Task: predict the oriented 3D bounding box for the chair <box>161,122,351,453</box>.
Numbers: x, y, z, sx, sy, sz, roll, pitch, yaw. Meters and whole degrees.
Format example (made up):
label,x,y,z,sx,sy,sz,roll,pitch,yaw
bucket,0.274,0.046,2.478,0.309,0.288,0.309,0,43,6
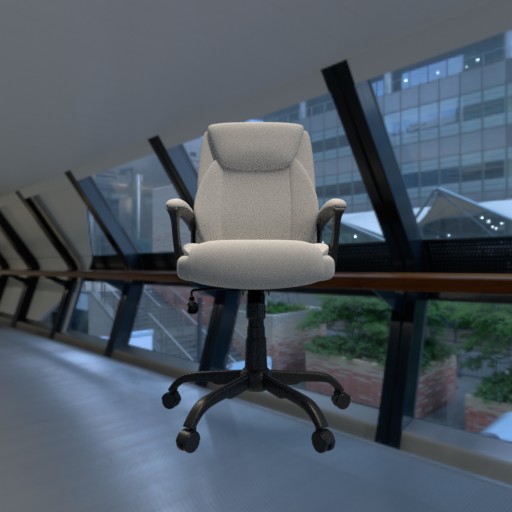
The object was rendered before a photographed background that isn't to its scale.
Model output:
label,x,y,z,sx,sy,sz,roll,pitch,yaw
chair,0.000,0.000,1.497,0.663,1.065,0.669,0,0,0
